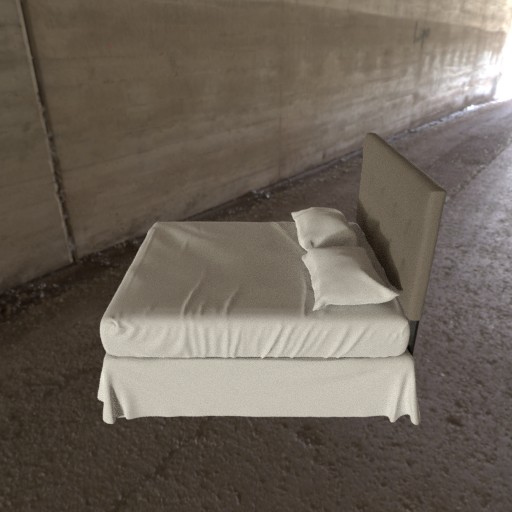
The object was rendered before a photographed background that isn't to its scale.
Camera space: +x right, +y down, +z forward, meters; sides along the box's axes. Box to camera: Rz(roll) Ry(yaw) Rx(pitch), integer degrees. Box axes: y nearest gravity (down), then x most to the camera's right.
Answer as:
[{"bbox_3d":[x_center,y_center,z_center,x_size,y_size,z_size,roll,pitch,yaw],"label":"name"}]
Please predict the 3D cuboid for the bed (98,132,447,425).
[{"bbox_3d":[0.000,0.000,3.425,2.222,1.577,1.936,0,26,0],"label":"bed"}]
